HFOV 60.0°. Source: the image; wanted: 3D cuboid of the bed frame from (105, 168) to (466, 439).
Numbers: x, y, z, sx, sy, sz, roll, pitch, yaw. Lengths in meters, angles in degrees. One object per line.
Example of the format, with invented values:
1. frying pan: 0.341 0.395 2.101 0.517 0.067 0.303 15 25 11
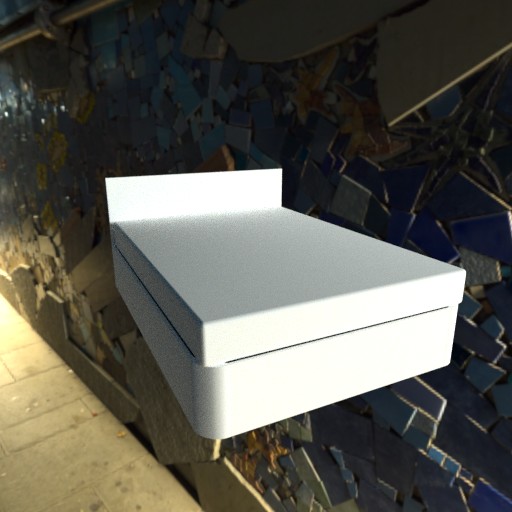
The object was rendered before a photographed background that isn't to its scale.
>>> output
1. bed frame: 0.000 0.000 2.680 1.400 0.800 1.900 -8 19 -25
